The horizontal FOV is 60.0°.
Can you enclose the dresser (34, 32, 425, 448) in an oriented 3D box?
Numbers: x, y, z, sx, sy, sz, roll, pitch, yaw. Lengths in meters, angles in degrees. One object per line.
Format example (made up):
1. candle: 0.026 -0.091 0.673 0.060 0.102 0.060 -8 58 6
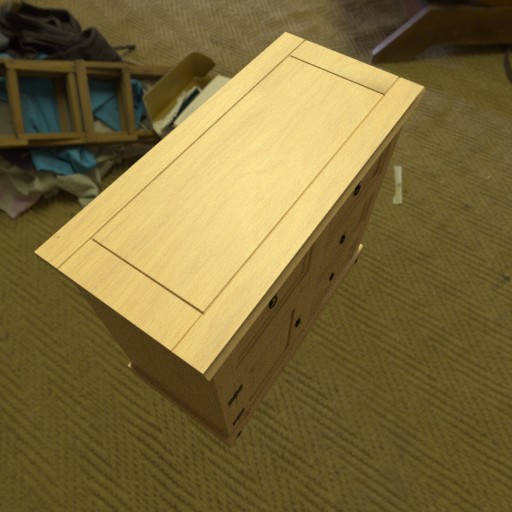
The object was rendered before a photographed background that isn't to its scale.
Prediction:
1. dresser: 0.000 0.000 1.363 0.440 0.835 0.915 31 63 18
